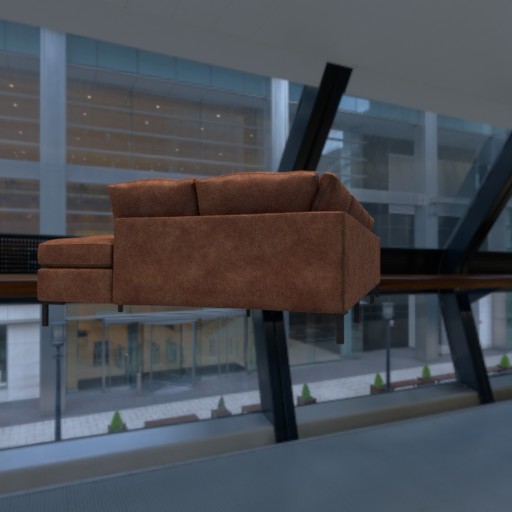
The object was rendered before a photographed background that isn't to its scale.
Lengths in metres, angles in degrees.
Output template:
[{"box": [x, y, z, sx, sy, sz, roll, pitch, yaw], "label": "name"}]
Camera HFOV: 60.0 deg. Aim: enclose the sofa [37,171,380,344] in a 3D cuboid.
[{"box": [0.000, 0.000, 3.868, 1.939, 0.900, 2.956, 0, 0, 19], "label": "sofa"}]
